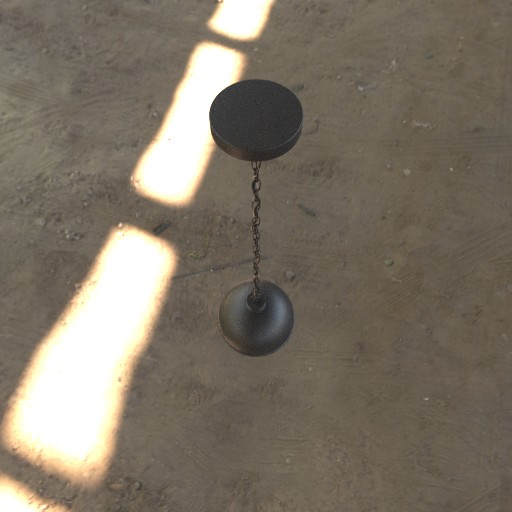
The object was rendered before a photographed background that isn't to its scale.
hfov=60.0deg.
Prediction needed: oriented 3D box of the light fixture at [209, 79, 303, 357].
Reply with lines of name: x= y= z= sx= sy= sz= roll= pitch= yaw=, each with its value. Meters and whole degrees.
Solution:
light fixture: x=0.000 y=0.000 z=1.236 sx=0.304 sy=1.090 sz=0.304 roll=-16 pitch=65 yaw=-8
